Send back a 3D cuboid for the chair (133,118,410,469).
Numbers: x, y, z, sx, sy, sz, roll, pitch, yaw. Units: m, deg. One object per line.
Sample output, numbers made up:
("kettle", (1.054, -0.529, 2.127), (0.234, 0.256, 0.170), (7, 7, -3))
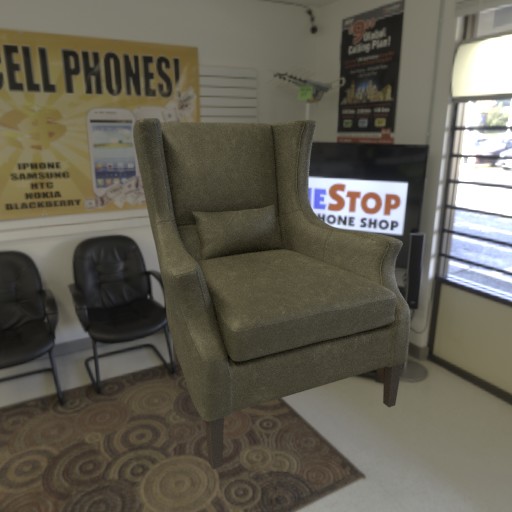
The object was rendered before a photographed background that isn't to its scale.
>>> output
("chair", (0.000, 0.000, 1.708), (0.853, 1.016, 0.926), (-8, 18, -25))
